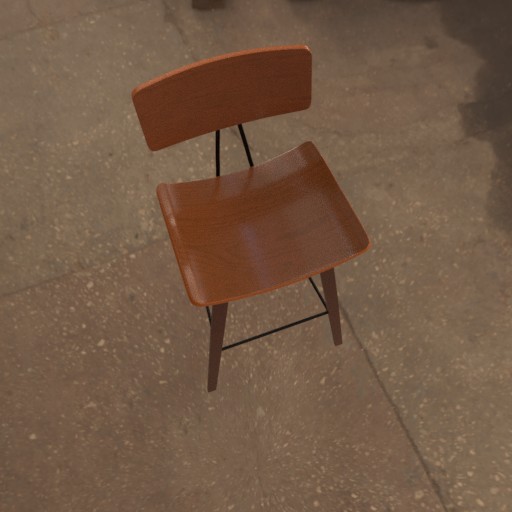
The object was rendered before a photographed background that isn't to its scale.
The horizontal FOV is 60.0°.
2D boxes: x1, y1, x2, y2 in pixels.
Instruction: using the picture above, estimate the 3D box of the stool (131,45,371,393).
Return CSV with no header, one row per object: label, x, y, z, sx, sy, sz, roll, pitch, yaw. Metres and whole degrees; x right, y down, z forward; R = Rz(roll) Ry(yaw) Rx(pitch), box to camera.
stool,0.000,0.000,1.223,0.509,0.969,0.440,-18,66,-8
